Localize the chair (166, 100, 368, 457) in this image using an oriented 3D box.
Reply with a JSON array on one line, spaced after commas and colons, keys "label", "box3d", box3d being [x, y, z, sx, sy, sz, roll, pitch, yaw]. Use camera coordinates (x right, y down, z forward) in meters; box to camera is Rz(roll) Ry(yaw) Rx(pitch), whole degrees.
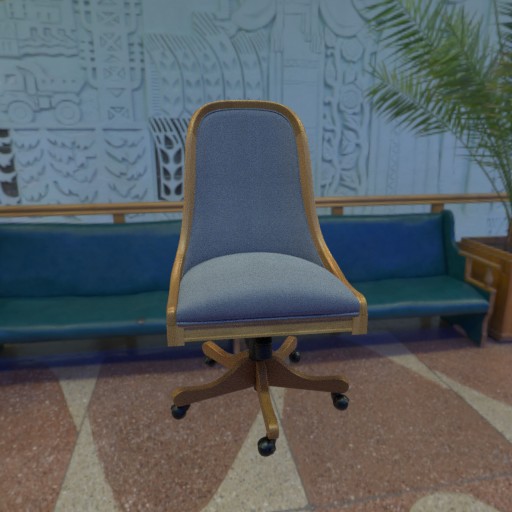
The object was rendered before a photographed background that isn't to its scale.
[{"label": "chair", "box3d": [0.000, 0.000, 1.494, 0.605, 1.031, 0.735, -2, 17, -7]}]
